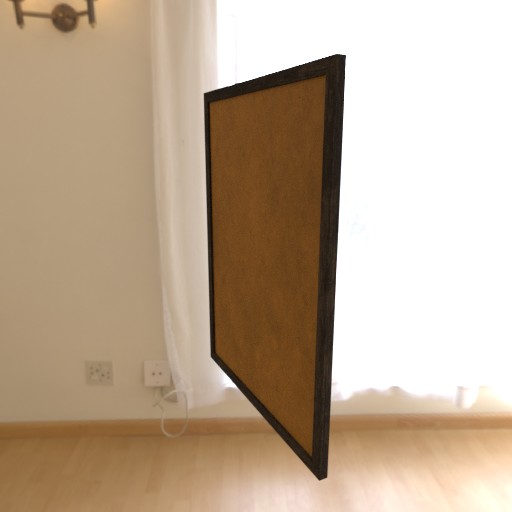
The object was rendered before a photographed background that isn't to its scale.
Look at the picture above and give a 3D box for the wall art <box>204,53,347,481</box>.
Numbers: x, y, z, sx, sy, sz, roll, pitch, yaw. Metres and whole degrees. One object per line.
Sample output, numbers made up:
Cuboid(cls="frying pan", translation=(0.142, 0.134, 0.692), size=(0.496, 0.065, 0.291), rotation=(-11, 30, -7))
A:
Cuboid(cls="wall art", translation=(0.000, 0.000, 1.424), size=(0.029, 1.066, 0.812), rotation=(-7, 15, -26))
